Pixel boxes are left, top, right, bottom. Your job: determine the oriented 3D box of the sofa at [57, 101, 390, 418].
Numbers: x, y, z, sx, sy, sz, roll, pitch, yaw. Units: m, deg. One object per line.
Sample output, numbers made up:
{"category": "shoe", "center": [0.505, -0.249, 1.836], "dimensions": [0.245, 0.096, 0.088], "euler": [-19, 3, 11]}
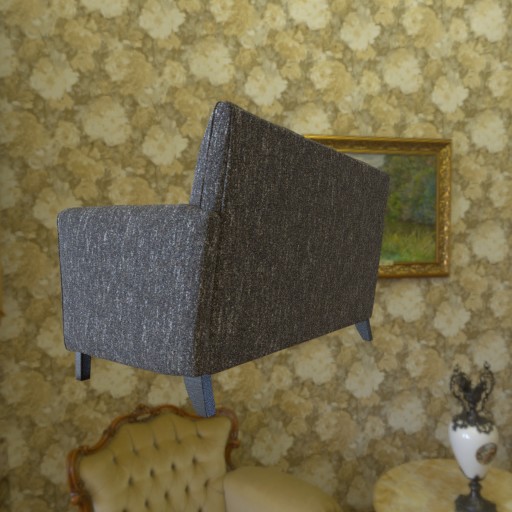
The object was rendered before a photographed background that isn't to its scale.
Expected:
{"category": "sofa", "center": [0.000, 0.000, 2.063], "dimensions": [0.801, 0.946, 1.519], "euler": [1, 1, 35]}
